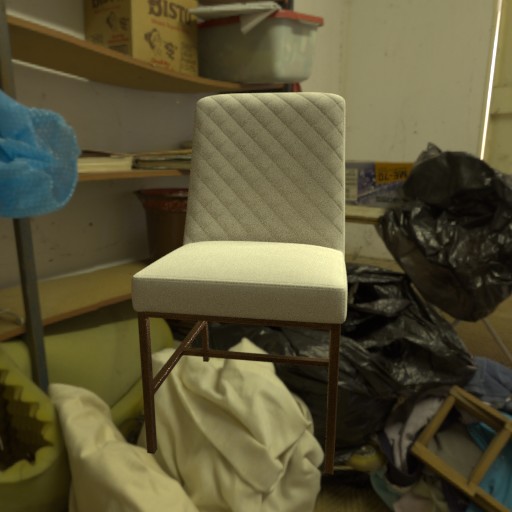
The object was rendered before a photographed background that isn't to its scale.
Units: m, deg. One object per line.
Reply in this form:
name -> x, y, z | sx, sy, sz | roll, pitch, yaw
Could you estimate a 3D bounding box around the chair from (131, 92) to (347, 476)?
chair -> 0.000, 0.000, 1.264 | 0.503, 0.933, 0.597 | 2, 14, 10
